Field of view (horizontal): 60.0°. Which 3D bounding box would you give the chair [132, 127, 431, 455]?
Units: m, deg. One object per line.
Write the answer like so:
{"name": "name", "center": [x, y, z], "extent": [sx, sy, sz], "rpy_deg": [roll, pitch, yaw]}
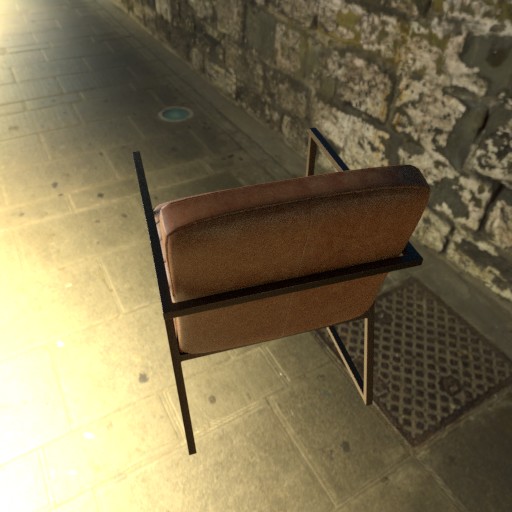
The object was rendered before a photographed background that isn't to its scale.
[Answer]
{"name": "chair", "center": [0.000, 0.000, 1.245], "extent": [0.571, 0.832, 0.677], "rpy_deg": [-11, 43, -12]}
